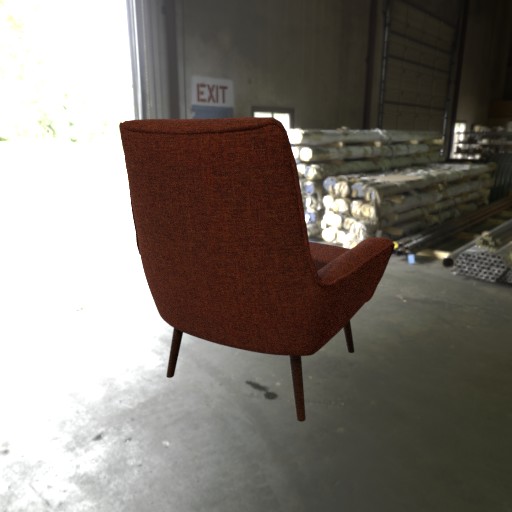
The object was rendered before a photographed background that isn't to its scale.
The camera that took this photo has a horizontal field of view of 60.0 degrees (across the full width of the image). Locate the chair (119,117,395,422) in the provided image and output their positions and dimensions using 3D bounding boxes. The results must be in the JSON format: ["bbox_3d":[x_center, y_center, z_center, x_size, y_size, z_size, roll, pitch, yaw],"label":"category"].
[{"bbox_3d":[0.000,0.000,1.562,0.803,0.911,0.784,8,18,28],"label":"chair"}]
